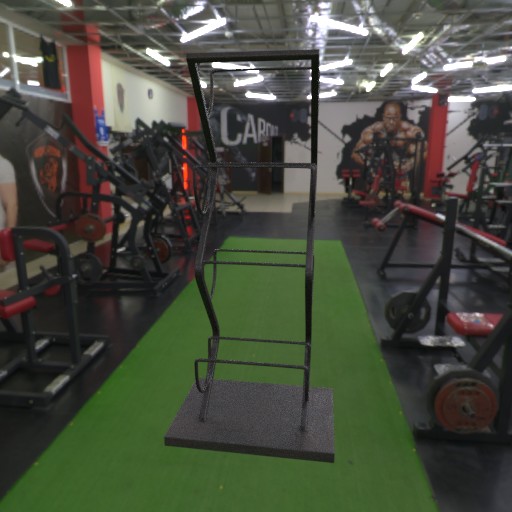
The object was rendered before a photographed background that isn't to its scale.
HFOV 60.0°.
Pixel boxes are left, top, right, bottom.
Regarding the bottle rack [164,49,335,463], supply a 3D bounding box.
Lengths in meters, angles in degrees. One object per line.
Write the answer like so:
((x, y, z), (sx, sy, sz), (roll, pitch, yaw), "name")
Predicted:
((0.000, 0.000, 0.671), (0.254, 0.559, 0.178), (2, 14, 8), "bottle rack")
